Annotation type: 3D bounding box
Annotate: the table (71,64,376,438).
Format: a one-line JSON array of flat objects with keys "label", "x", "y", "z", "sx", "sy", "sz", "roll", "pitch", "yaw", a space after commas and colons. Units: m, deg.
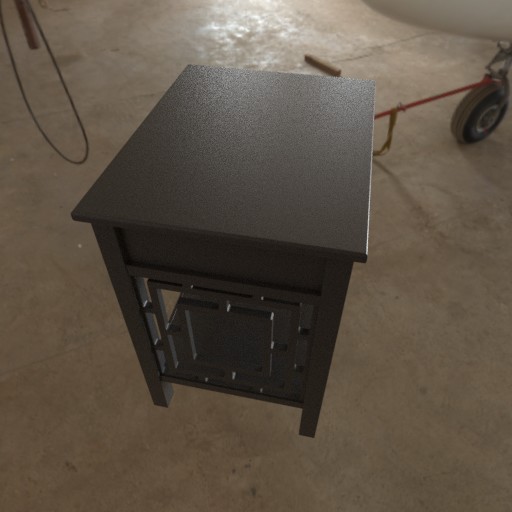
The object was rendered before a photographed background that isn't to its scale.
[{"label": "table", "x": 0.000, "y": 0.000, "z": 1.053, "sx": 0.451, "sy": 0.646, "sz": 0.564, "roll": 9, "pitch": 46, "yaw": 8}]
